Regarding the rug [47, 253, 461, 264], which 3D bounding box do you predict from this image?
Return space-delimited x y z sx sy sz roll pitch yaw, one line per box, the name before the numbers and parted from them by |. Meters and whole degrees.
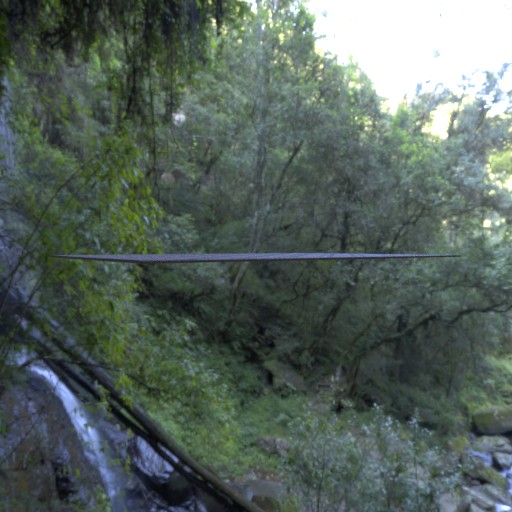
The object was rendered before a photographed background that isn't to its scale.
rug | 0.000 0.000 2.950 2.260 0.013 1.600 -1 1 -36
